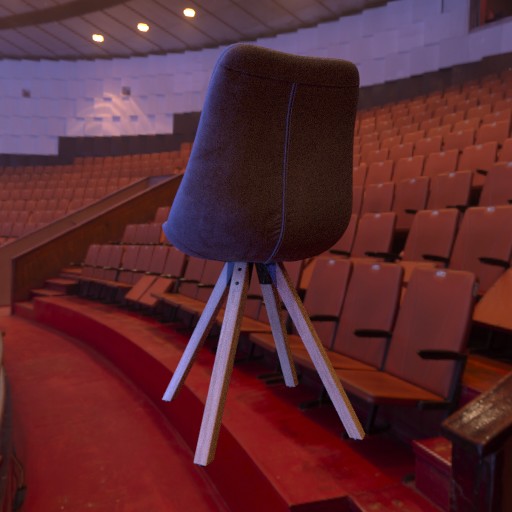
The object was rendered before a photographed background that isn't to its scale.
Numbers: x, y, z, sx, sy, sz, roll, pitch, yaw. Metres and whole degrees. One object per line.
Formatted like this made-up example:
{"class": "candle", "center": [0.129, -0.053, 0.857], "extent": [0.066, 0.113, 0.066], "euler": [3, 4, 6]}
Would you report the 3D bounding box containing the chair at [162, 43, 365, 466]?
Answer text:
{"class": "chair", "center": [0.000, 0.000, 1.176], "extent": [0.483, 0.865, 0.547], "euler": [0, 1, -19]}
